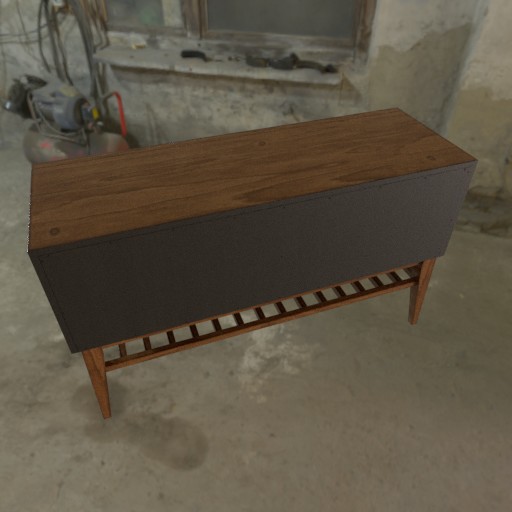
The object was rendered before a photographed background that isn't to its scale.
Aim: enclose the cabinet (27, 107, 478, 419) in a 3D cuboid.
[{"bbox_3d":[0.000,0.000,1.692,1.363,0.802,0.477,-13,42,-15],"label":"cabinet"}]
